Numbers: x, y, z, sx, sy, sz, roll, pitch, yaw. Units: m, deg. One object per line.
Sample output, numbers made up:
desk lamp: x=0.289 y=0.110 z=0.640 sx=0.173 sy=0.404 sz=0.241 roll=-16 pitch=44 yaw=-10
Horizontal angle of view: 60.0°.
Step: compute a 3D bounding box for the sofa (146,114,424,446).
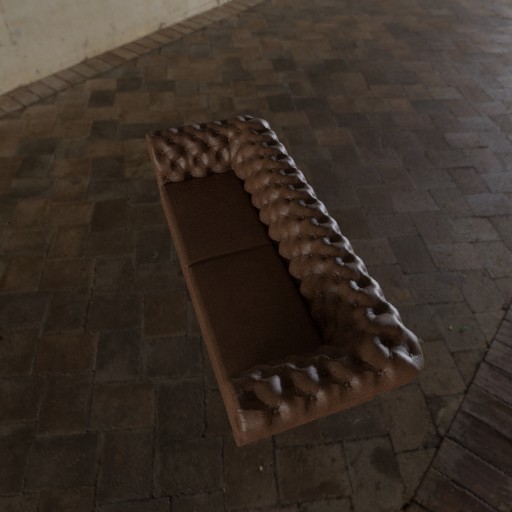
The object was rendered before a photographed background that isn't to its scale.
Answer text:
sofa: x=0.000 y=0.000 z=2.887 sx=0.944 sy=0.783 sz=2.385 roll=-14 pitch=49 yaw=-13
